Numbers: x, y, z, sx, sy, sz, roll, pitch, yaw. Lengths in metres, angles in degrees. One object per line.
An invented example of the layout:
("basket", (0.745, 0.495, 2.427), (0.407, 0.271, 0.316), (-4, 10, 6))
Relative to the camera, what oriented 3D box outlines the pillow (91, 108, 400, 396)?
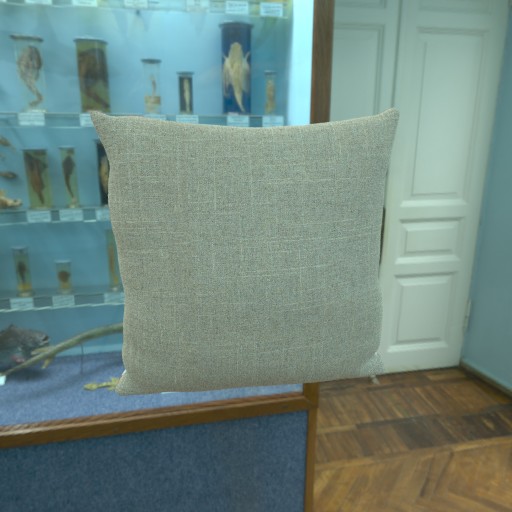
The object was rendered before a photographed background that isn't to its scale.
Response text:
("pillow", (0.000, 0.000, 0.667), (0.439, 0.427, 0.182), (-2, 16, -9))
